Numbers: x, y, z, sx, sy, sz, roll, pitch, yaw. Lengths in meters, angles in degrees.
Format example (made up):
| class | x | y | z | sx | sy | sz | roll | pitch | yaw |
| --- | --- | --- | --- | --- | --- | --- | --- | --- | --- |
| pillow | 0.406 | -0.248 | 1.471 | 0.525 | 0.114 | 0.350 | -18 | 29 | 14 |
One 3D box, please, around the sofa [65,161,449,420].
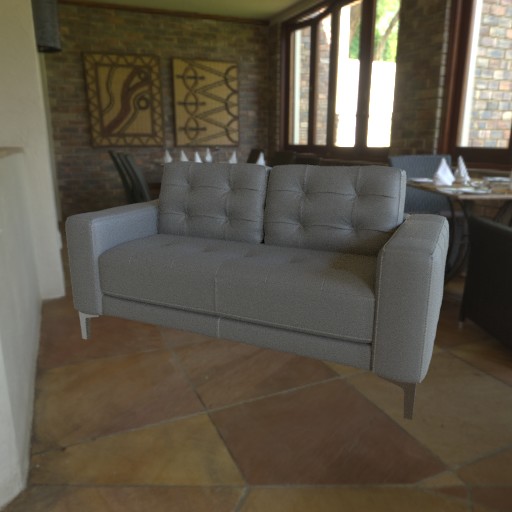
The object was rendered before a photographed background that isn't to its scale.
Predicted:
| class | x | y | z | sx | sy | sz | roll | pitch | yaw |
| --- | --- | --- | --- | --- | --- | --- | --- | --- | --- |
| sofa | 0.000 | 0.000 | 2.206 | 1.726 | 0.893 | 0.833 | 7 | 16 | 24 |
